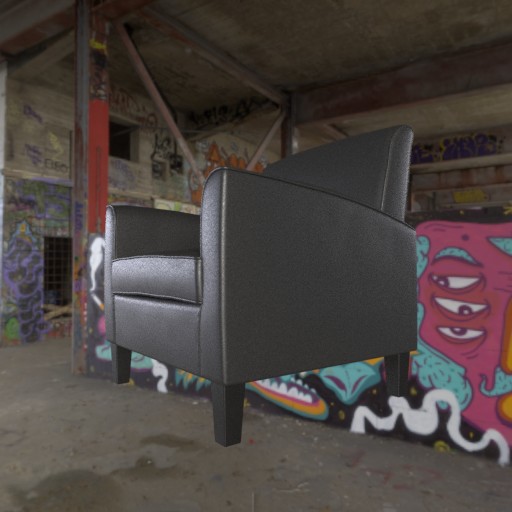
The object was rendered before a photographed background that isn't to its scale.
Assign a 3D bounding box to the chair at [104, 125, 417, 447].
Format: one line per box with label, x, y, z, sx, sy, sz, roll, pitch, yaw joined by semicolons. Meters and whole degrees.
chair;0.000;0.000;1.557;0.819;0.916;0.820;1;-2;-37
